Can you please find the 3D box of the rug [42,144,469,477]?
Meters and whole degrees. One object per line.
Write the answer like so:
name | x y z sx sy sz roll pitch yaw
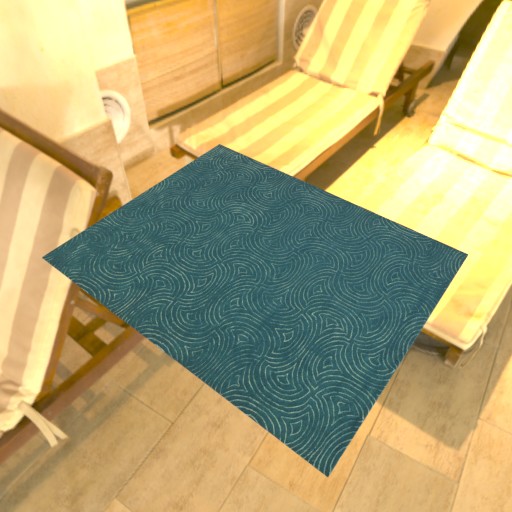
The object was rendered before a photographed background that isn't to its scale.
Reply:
rug | 0.000 0.000 4.034 3.033 0.012 2.432 29 52 26
